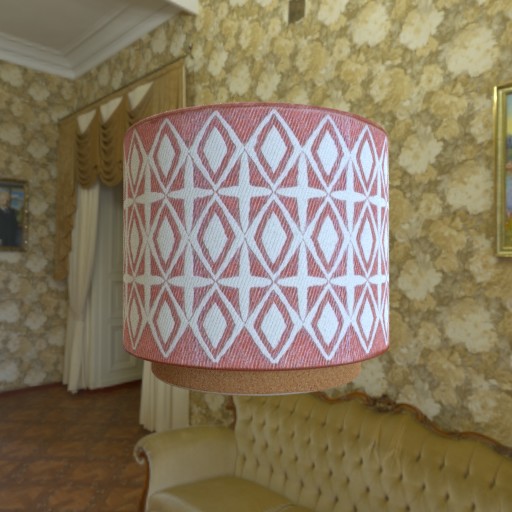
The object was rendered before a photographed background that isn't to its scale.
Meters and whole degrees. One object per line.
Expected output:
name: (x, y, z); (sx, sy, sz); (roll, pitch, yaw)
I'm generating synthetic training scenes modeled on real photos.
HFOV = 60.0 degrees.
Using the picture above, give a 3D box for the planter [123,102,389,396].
planter: (0.000, 0.000, 0.476); (0.273, 0.237, 0.273); (0, -1, 0)
